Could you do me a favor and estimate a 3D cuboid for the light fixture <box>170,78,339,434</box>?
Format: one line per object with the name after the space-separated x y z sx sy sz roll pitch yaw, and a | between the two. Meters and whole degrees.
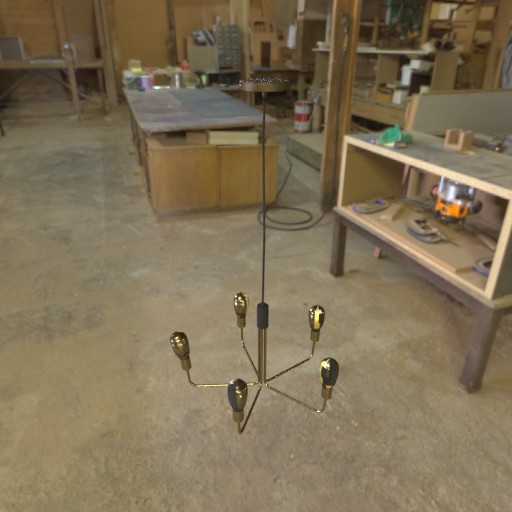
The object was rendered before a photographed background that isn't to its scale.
0.000 0.000 1.428 0.588 1.059 0.532 -9 28 -16 | light fixture
